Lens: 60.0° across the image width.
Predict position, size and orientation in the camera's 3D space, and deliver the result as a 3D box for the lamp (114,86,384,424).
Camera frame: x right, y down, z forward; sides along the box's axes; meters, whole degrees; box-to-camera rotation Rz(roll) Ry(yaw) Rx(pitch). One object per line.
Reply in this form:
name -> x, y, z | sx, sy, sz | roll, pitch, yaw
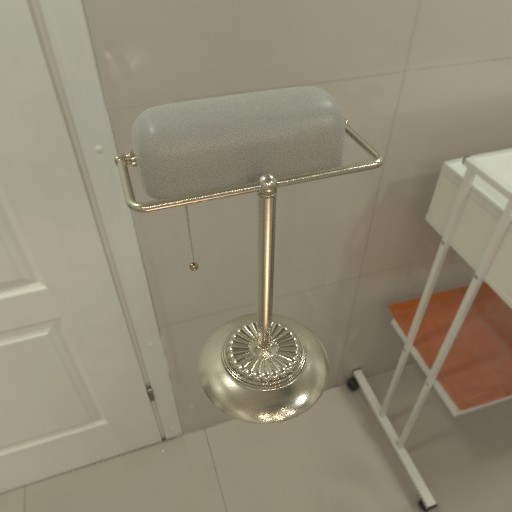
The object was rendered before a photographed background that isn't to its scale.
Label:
lamp -> 0.000, 0.000, 0.520 | 0.264, 0.339, 0.243 | -13, 43, -14
